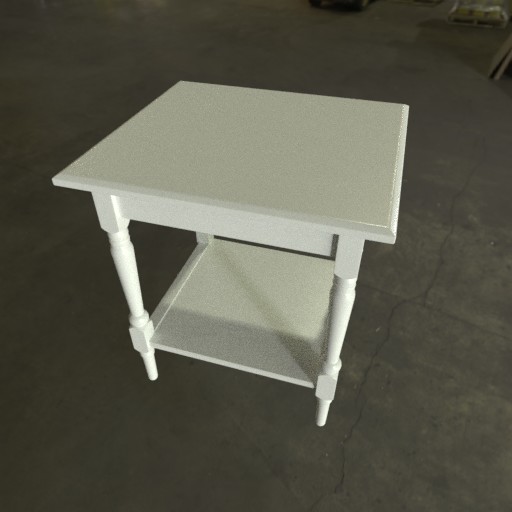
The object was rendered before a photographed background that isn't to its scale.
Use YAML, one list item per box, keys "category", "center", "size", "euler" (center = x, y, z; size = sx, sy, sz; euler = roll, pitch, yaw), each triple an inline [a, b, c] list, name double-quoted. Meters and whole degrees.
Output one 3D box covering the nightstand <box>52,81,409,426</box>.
- category: "nightstand"
  center: [0.000, 0.000, 0.953]
  size: [0.505, 0.555, 0.459]
  euler: [11, 41, 13]
